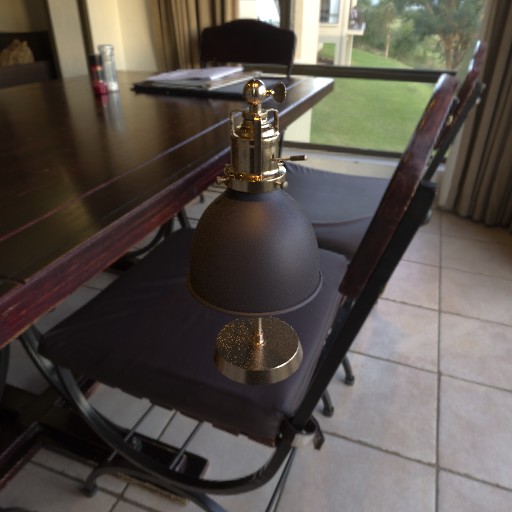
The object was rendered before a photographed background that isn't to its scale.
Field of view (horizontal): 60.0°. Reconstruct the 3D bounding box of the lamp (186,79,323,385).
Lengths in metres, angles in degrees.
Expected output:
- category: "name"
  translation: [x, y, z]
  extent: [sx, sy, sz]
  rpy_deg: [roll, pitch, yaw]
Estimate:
- category: "lamp"
  translation: [0.000, 0.000, 0.584]
  extent: [0.160, 0.456, 0.291]
  rpy_deg: [1, 30, 1]
